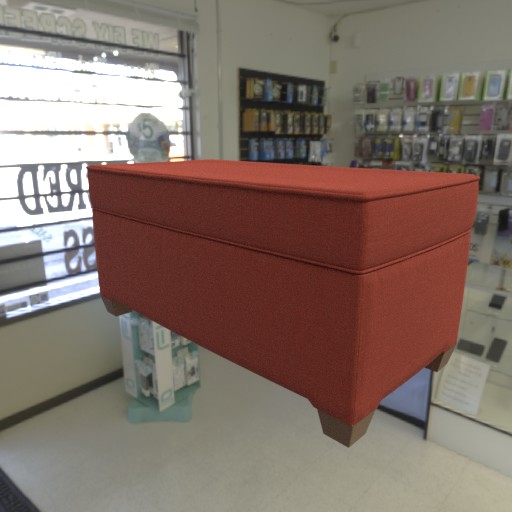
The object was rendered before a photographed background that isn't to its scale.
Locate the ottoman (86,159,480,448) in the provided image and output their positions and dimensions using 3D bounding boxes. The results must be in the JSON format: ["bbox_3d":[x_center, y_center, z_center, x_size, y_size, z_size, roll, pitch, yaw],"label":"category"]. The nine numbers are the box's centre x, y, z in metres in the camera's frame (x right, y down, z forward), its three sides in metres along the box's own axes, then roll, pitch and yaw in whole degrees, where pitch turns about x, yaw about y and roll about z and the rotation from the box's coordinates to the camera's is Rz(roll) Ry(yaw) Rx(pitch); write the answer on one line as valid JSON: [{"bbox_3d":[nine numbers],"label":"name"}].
[{"bbox_3d":[0.000,0.000,1.174,0.948,0.454,0.497,15,21,43],"label":"ottoman"}]
